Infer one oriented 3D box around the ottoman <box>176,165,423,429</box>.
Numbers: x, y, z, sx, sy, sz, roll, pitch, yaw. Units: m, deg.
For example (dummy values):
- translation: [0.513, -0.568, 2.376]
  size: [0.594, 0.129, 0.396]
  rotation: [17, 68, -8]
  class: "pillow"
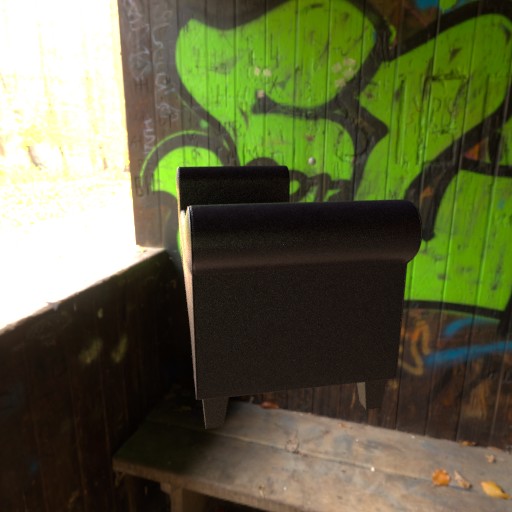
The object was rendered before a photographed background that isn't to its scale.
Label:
- translation: [0.000, 0.000, 1.568]
  size: [0.521, 0.547, 1.256]
  rotation: [-3, 16, -10]
  class: "ottoman"
